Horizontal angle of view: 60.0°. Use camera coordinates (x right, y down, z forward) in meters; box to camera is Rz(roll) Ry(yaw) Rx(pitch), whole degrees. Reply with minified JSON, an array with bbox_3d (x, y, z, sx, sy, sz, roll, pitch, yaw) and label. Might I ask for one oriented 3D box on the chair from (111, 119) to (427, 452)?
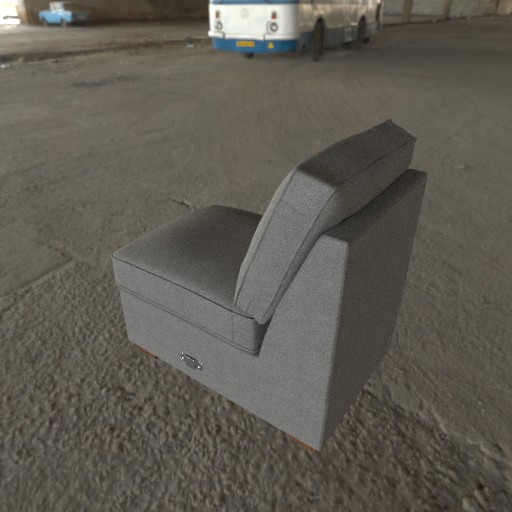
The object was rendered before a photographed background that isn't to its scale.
[{"bbox_3d":[0.000,0.000,1.614,0.938,0.970,0.621,20,36,30],"label":"chair"}]
